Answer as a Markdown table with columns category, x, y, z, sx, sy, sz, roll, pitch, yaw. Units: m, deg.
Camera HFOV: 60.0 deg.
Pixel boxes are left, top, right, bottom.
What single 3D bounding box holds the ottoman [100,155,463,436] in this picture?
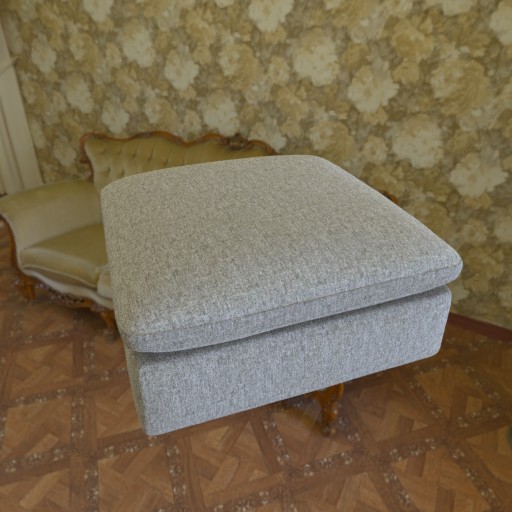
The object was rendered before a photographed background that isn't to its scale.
| category | x | y | z | sx | sy | sz | roll | pitch | yaw |
| --- | --- | --- | --- | --- | --- | --- | --- | --- | --- |
| ottoman | 0.000 | 0.000 | 1.668 | 1.039 | 0.526 | 1.035 | -10 | 33 | -17 |
